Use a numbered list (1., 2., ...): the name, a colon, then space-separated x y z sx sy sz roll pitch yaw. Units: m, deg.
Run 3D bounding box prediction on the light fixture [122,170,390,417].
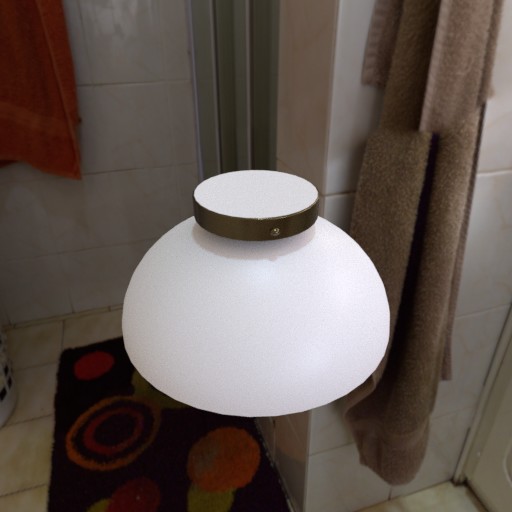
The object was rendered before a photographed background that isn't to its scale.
1. light fixture: 0.000 0.000 0.565 0.355 0.177 0.355 0 31 0
